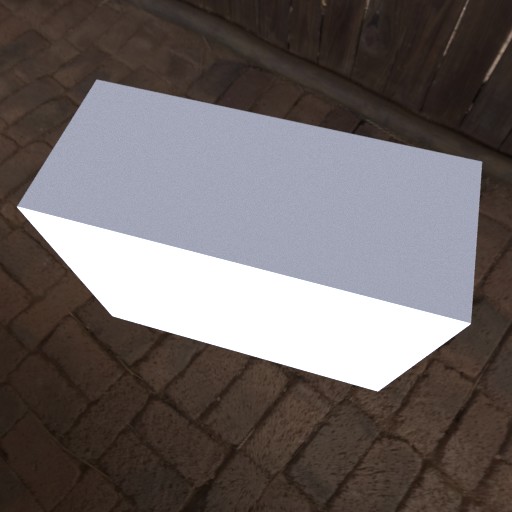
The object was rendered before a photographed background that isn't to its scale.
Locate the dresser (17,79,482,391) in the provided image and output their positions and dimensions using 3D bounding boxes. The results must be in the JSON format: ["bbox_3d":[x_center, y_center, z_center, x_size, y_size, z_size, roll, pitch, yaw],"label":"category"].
[{"bbox_3d":[0.000,0.000,1.495,1.100,0.820,0.460,14,64,7],"label":"dresser"}]
